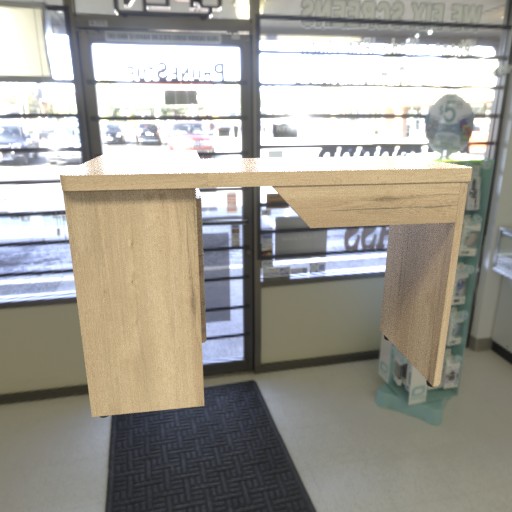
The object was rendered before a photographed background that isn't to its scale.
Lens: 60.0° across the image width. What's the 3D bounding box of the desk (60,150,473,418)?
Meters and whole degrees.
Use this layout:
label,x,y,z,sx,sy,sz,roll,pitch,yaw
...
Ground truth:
label,x,y,z,sx,sy,sz,roll,pitch,yaw
desk,0.000,0.000,1.750,1.169,0.760,0.900,-3,17,-9
